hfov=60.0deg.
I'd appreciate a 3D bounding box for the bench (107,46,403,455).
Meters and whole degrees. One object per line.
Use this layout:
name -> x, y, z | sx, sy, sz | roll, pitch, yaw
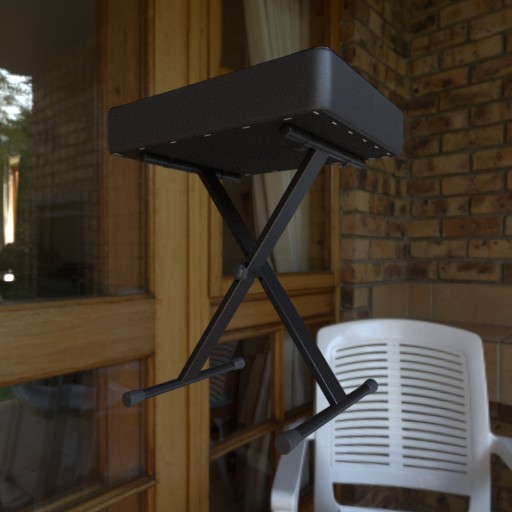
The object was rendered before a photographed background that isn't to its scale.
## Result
bench -> 0.000, 0.000, 0.772 | 0.424, 0.500, 0.321 | 0, 0, 35
